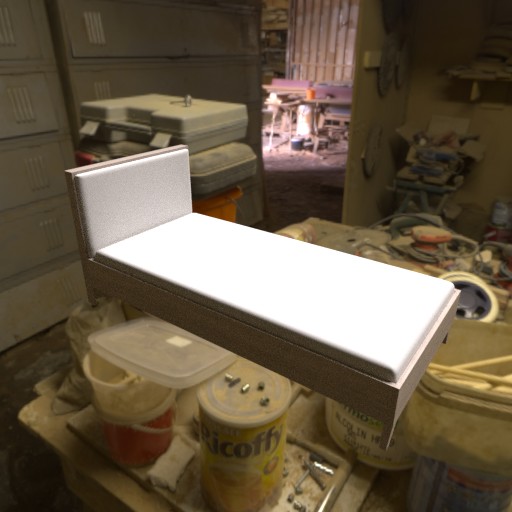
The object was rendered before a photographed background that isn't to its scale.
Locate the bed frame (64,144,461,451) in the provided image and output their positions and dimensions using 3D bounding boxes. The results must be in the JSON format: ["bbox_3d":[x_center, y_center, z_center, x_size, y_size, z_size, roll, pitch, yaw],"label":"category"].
[{"bbox_3d":[0.000,0.000,2.661,2.140,0.920,0.990,17,30,32],"label":"bed frame"}]
